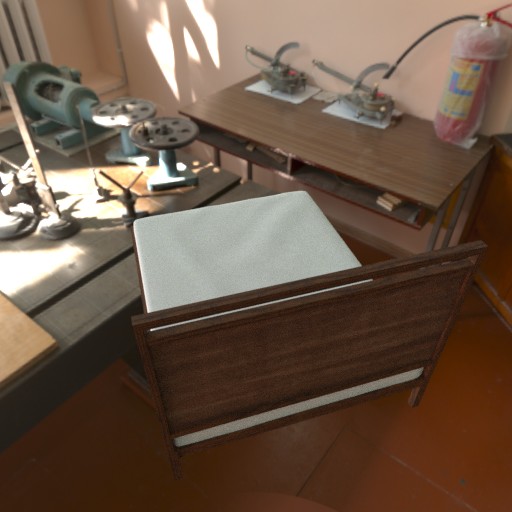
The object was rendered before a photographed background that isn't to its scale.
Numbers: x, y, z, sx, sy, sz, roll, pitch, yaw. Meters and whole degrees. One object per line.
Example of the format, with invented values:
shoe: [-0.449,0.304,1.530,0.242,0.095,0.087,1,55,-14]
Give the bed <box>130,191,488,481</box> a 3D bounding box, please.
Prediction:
bed: [0.000,0.000,3.323,1.765,1.487,2.218,-11,42,-13]
